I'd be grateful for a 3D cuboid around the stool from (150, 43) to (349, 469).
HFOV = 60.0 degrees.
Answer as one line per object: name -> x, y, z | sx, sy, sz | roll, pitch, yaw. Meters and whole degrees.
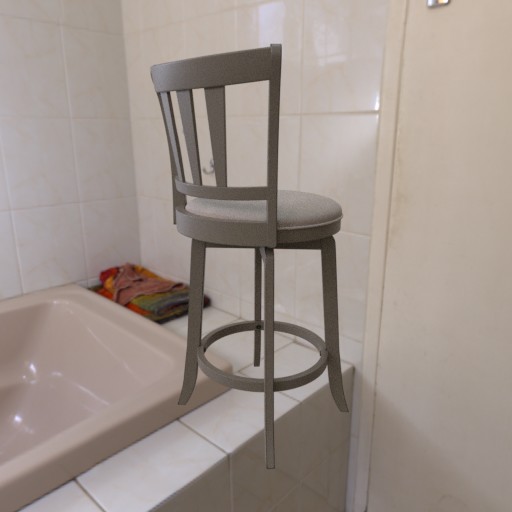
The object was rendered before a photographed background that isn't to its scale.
stool -> 0.000, 0.000, 1.235 | 0.486, 0.994, 0.450 | -15, 22, -43
